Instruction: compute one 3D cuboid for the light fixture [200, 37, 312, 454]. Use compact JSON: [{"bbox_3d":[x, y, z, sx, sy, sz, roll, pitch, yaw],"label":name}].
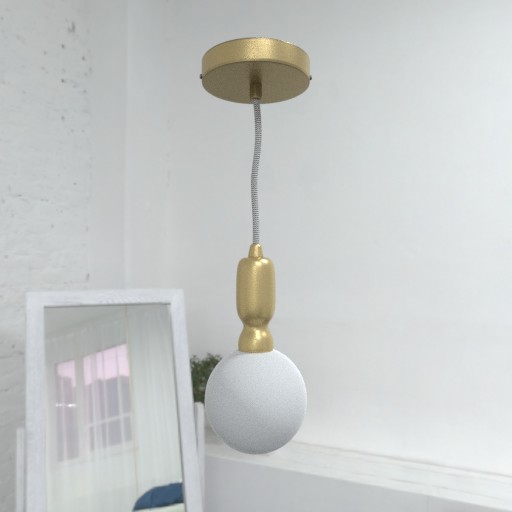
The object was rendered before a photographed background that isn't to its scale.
[{"bbox_3d":[0.000,0.000,0.587,0.147,0.510,0.146,0,-1,0],"label":"light fixture"}]
